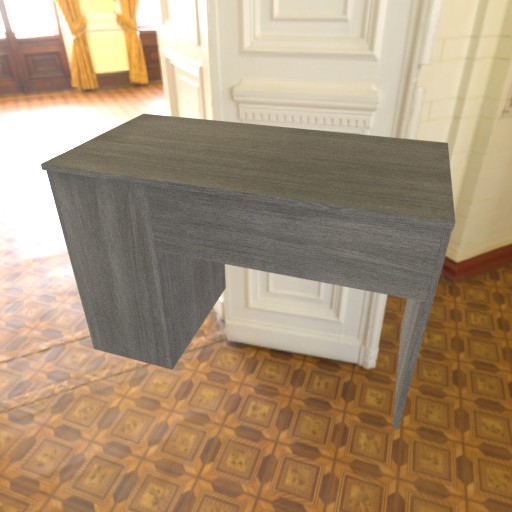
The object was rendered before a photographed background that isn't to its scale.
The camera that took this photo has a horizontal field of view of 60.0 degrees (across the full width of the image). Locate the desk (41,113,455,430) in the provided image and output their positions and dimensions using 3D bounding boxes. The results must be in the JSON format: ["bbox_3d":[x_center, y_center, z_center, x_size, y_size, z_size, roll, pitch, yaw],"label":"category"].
[{"bbox_3d":[0.000,0.000,1.526,1.097,0.735,0.560,10,34,15],"label":"desk"}]
